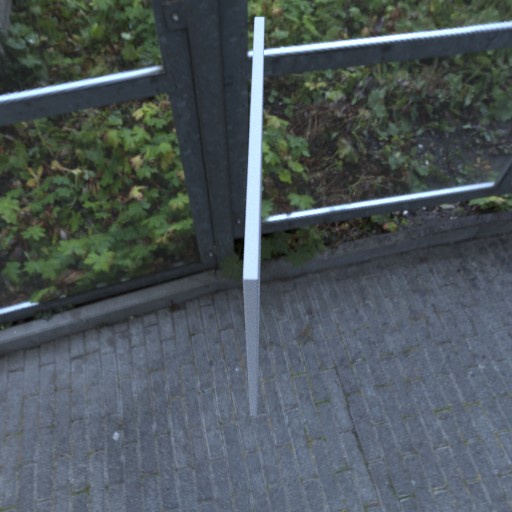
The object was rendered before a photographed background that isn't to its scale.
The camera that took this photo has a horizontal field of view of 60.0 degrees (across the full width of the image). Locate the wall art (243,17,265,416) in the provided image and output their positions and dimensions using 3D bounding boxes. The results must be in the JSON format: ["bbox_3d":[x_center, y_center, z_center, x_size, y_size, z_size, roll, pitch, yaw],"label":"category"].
[{"bbox_3d":[0.000,0.000,0.612,0.011,0.482,0.329,1,59,1],"label":"wall art"}]
